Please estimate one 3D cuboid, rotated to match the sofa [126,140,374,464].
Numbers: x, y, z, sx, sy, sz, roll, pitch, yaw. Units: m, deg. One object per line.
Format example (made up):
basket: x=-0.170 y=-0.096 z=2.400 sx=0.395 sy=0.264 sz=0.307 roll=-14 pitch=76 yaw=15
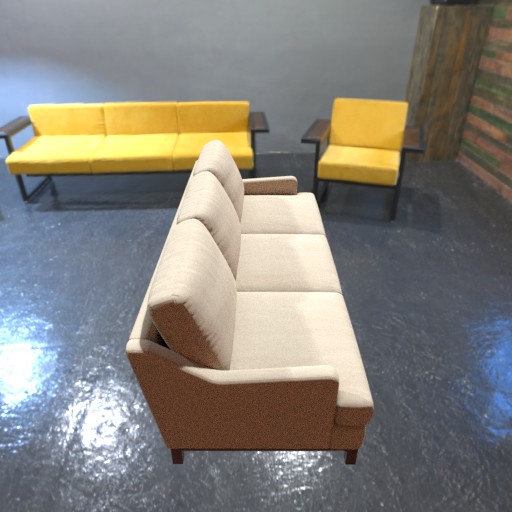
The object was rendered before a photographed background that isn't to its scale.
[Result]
sofa: x=0.000 y=0.000 z=2.796 sx=1.000 sy=0.913 sz=2.321 roll=0 pitch=30 yaw=0
